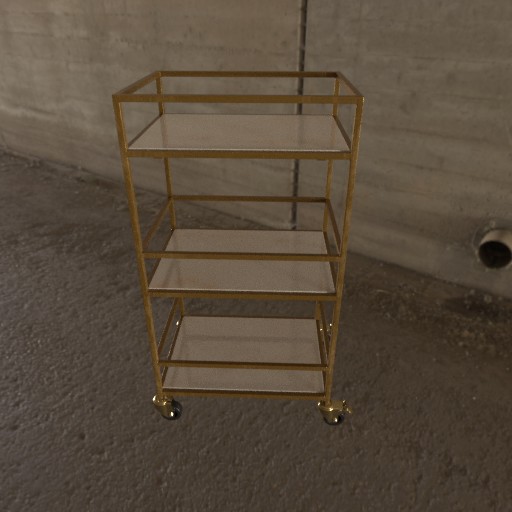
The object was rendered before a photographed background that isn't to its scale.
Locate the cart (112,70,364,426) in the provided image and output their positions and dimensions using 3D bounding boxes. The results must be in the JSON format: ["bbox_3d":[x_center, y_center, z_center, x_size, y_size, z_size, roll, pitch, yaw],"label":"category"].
[{"bbox_3d":[0.000,0.000,1.028,0.483,0.761,0.332,1,30,2],"label":"cart"}]
